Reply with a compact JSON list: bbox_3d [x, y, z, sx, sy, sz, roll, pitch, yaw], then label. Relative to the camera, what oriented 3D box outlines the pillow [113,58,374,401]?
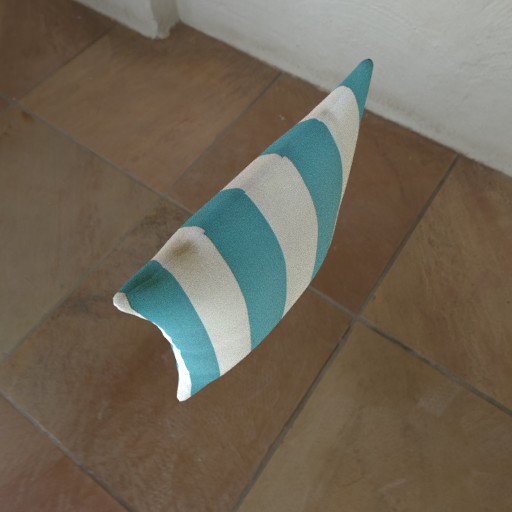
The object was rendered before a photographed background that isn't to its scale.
[{"bbox_3d":[0.000,0.000,0.811,0.189,0.526,0.536,35,68,17],"label":"pillow"}]
